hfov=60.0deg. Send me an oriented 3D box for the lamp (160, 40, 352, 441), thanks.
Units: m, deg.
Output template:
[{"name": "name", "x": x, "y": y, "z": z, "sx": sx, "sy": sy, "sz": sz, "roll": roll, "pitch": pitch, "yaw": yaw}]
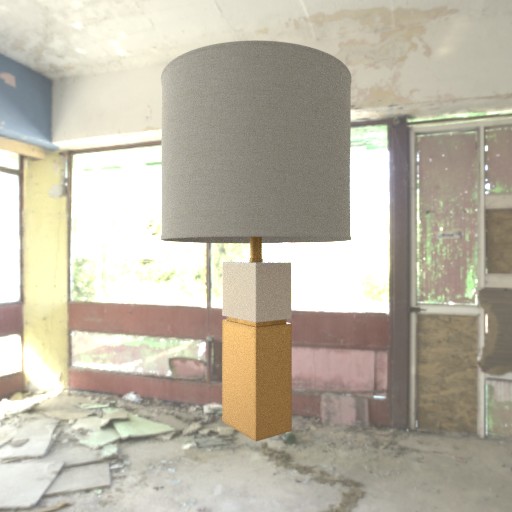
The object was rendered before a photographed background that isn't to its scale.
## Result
[{"name": "lamp", "x": 0.000, "y": 0.000, "z": 0.543, "sx": 0.229, "sy": 0.417, "sz": 0.229, "roll": 0, "pitch": 0, "yaw": -36}]
